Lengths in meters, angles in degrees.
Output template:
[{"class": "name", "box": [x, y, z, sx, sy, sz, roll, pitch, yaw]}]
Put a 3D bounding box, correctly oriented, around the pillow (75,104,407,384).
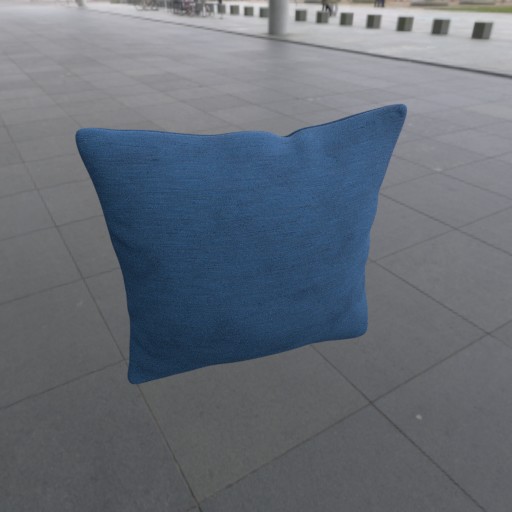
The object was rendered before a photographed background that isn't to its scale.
[{"class": "pillow", "box": [0.000, 0.000, 0.669, 0.437, 0.420, 0.177, -9, 32, -14]}]
